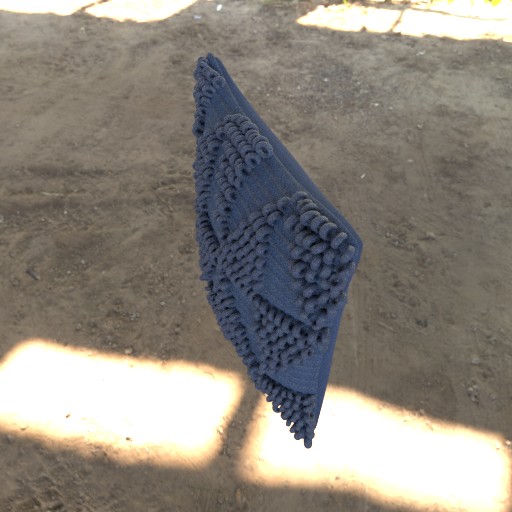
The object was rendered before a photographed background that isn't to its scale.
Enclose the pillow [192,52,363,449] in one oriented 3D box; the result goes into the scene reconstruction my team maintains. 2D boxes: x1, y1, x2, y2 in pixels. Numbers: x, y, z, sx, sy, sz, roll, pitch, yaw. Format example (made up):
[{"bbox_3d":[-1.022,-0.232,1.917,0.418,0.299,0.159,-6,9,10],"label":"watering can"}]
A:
[{"bbox_3d":[0.000,0.000,0.700,0.172,0.466,0.469,-16,48,-15],"label":"pillow"}]
